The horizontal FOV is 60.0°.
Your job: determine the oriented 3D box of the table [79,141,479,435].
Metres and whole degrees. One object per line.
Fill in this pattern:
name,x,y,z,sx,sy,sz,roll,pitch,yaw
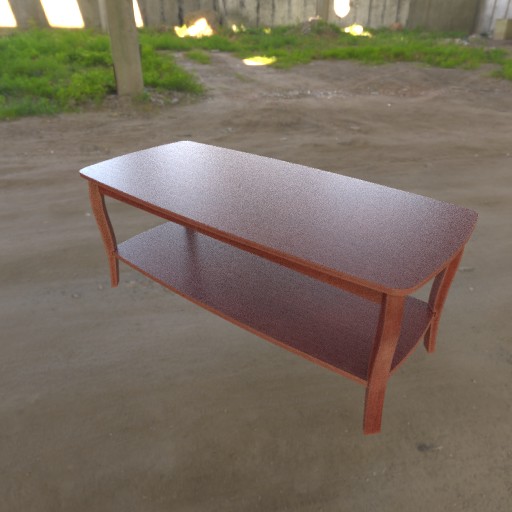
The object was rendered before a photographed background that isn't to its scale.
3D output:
table,0.000,0.000,1.478,1.216,0.473,0.561,22,36,33
